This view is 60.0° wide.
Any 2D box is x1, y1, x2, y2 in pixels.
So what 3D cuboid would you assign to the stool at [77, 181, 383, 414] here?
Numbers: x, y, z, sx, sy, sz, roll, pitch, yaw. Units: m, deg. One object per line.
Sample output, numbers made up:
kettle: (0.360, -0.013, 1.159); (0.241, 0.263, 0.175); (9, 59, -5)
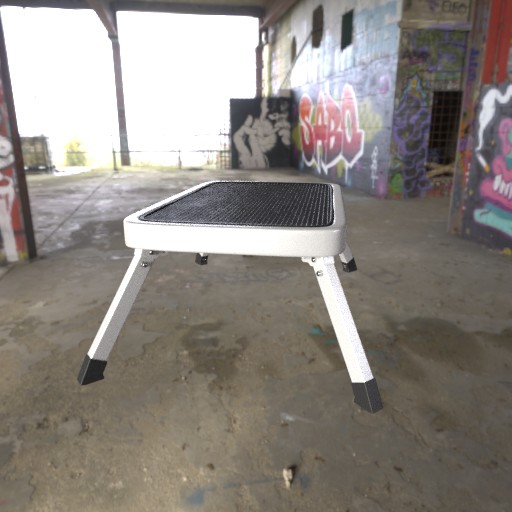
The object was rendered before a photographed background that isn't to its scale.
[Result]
stool: (0.000, 0.000, 0.638); (0.320, 0.170, 0.460); (3, 16, 9)
